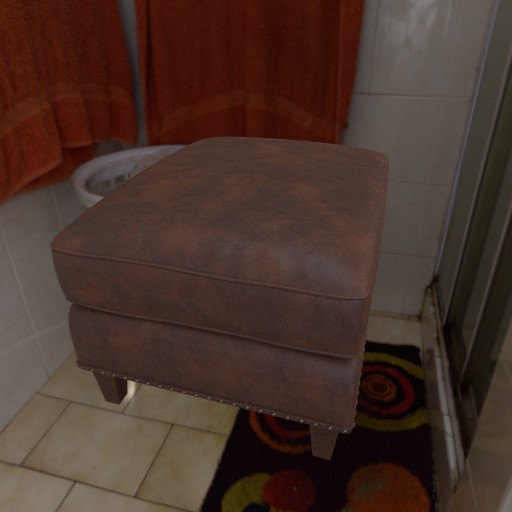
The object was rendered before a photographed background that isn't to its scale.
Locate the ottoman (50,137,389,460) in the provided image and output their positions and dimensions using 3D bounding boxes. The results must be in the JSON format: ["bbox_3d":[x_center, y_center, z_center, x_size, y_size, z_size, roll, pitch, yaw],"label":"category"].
[{"bbox_3d":[0.000,0.000,1.107,0.586,0.486,0.742,9,31,15],"label":"ottoman"}]
